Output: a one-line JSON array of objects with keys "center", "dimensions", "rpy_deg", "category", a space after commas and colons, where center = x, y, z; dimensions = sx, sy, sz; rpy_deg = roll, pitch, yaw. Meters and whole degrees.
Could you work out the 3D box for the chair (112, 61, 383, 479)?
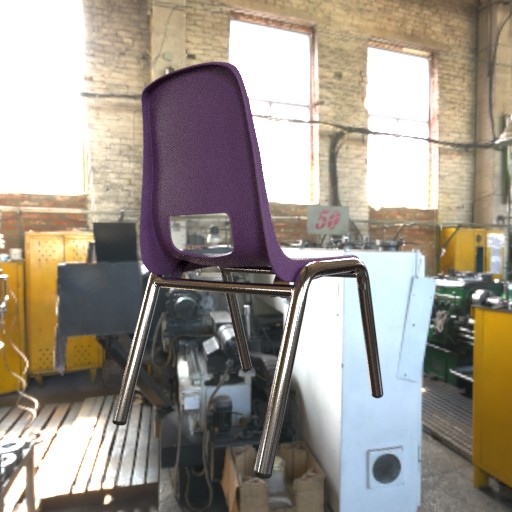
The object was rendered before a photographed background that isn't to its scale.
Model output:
[{"center": [0.000, 0.000, 0.837], "dimensions": [0.356, 0.584, 0.419], "rpy_deg": [1, 2, 35], "category": "chair"}]
